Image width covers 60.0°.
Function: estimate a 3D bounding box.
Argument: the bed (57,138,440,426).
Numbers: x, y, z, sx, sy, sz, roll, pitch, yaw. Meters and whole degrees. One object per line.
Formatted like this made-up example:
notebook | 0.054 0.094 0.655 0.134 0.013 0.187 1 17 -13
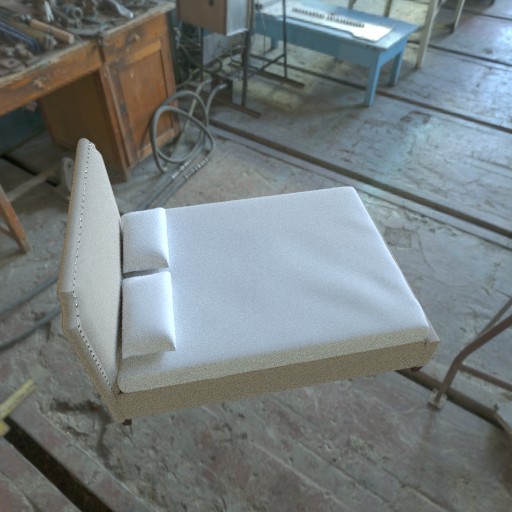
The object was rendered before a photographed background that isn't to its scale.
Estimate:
bed | 0.000 0.000 3.369 2.372 1.443 1.713 -8 48 -7
